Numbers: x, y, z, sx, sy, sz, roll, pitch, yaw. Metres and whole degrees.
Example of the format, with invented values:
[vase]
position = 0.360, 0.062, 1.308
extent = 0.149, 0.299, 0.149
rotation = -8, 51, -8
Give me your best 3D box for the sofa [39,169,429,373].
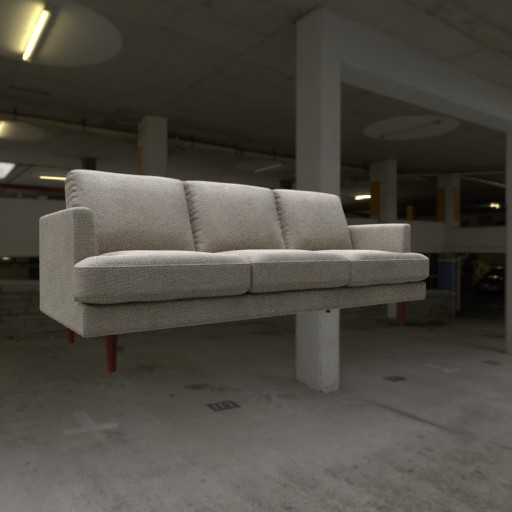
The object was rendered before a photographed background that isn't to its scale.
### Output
[sofa]
position = 0.000, 0.000, 2.656
extent = 2.246, 0.930, 0.903
rotation = -1, 1, -36
